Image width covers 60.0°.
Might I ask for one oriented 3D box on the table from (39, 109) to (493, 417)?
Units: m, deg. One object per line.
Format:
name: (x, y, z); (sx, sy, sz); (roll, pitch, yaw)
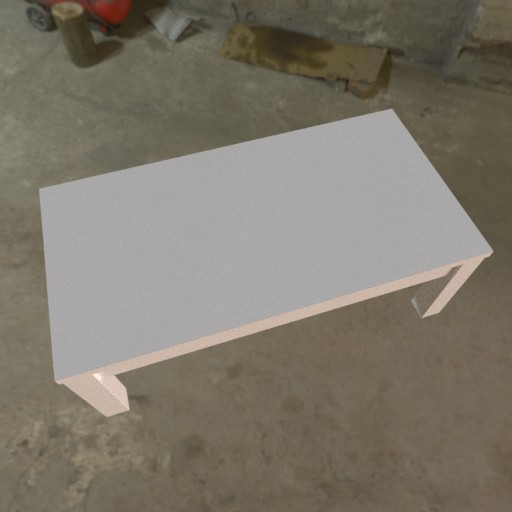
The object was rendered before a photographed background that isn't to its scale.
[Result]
table: (0.000, 0.000, 1.664); (1.350, 0.470, 0.700); (-15, 59, -9)
